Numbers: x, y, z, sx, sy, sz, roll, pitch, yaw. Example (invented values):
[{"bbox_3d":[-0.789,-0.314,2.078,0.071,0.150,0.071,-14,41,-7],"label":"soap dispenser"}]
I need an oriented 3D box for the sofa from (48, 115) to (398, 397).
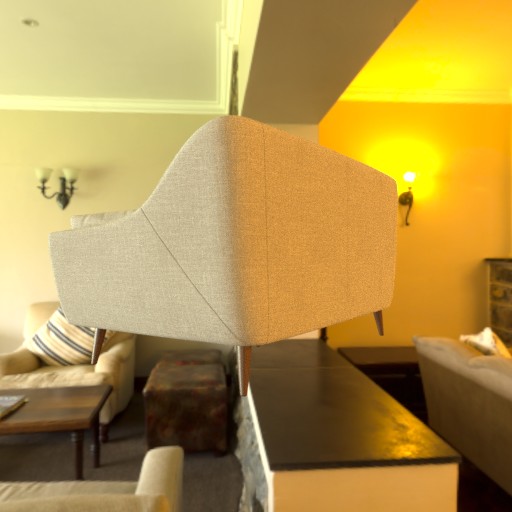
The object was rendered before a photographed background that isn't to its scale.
[{"bbox_3d":[0.000,0.000,2.177,0.965,0.888,1.652,0,1,36],"label":"sofa"}]
